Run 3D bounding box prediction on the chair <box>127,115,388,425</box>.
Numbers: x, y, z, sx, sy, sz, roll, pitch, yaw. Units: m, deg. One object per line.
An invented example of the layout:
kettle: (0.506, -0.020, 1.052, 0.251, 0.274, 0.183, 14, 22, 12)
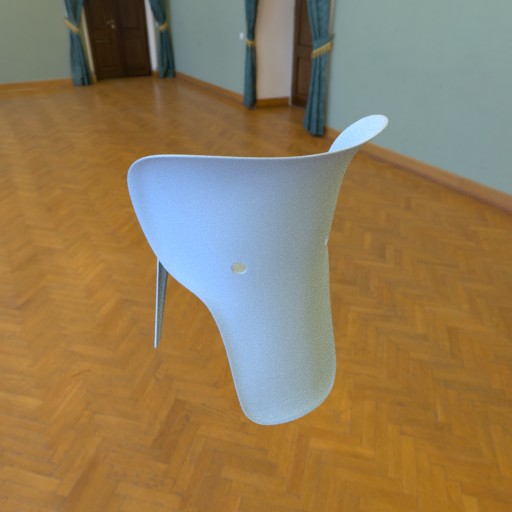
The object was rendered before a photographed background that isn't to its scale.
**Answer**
chair: (0.000, 0.000, 0.891, 0.451, 0.554, 0.402, -18, 36, -27)
